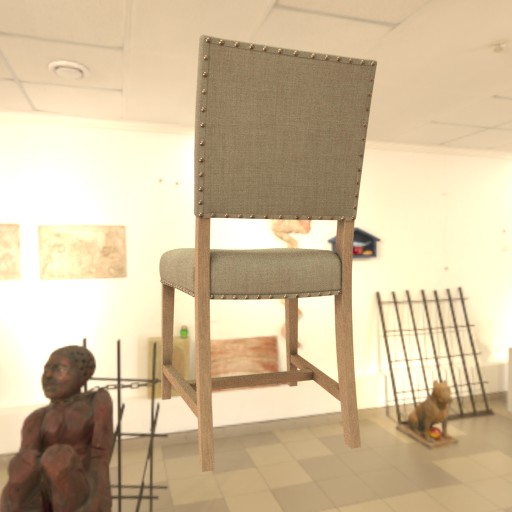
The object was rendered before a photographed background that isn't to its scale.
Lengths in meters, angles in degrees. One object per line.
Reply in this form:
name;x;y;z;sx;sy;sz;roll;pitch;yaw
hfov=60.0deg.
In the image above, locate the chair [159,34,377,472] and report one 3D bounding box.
chair;0.000;0.000;1.310;0.508;0.986;0.622;0;1;-18
